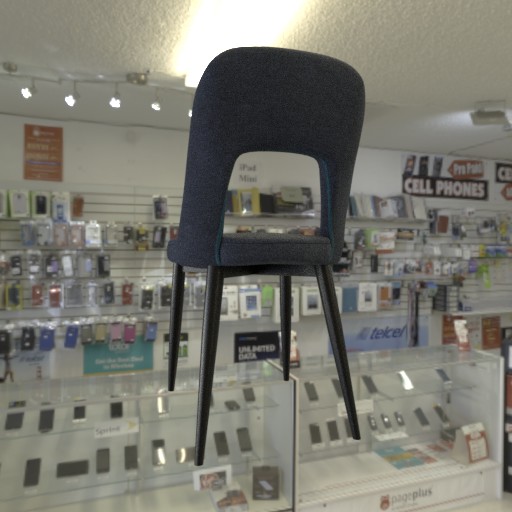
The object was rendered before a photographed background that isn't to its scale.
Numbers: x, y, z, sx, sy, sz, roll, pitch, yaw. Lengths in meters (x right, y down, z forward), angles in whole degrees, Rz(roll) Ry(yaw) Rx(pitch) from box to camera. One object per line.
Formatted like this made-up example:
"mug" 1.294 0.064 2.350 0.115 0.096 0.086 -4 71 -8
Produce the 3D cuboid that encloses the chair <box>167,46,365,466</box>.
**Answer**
"chair" 0.000 0.000 1.266 0.470 0.931 0.612 0 1 -17
